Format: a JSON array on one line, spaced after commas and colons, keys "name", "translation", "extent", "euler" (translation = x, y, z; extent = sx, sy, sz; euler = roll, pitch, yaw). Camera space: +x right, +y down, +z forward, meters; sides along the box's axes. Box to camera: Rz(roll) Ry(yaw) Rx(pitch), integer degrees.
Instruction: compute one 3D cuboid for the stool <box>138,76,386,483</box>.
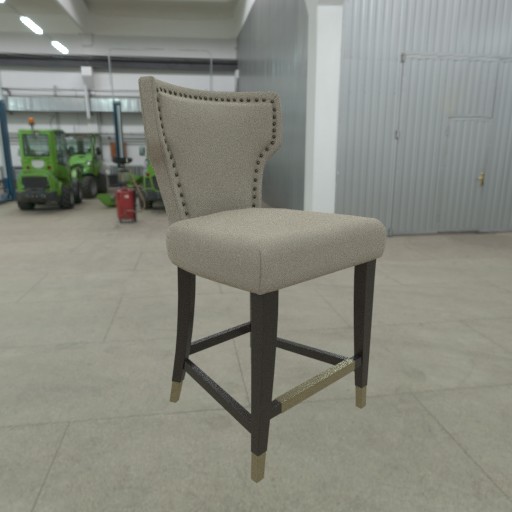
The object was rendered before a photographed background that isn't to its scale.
[{"name": "stool", "translation": [0.000, 0.000, 1.311], "extent": [0.527, 0.982, 0.563], "euler": [-13, 19, -43]}]
